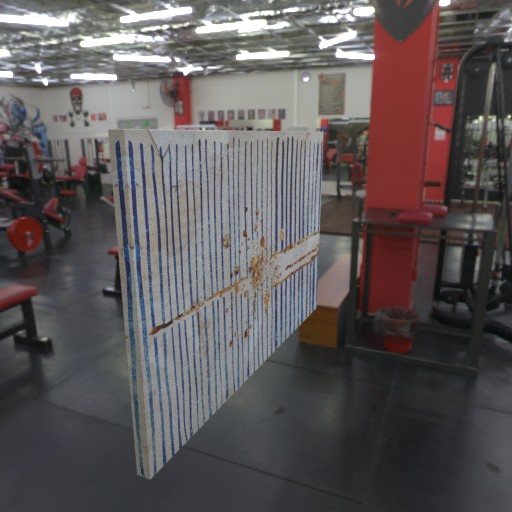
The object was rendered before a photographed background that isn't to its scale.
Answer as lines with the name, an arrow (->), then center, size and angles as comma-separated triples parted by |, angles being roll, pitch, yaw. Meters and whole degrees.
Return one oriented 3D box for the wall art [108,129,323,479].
wall art -> 0.000, 0.000, 1.396 | 0.038, 0.757, 1.143 | 7, 17, 25
